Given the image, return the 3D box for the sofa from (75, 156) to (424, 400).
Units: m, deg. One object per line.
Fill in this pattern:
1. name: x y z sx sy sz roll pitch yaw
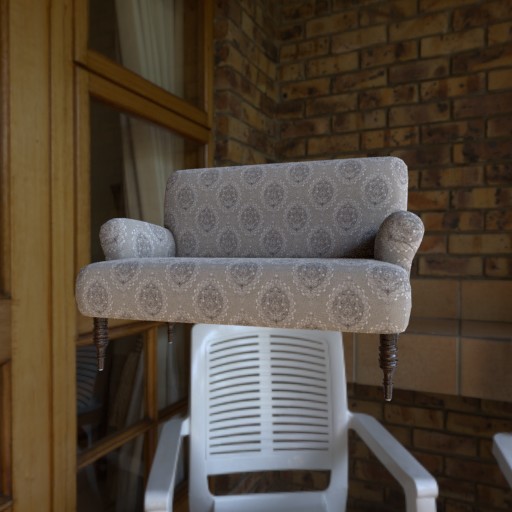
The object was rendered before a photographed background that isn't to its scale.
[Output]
1. sofa: 0.000 0.000 1.841 1.297 0.889 0.779 0 1 19
